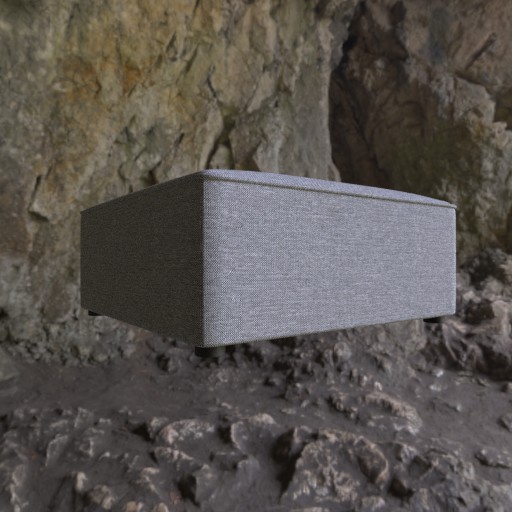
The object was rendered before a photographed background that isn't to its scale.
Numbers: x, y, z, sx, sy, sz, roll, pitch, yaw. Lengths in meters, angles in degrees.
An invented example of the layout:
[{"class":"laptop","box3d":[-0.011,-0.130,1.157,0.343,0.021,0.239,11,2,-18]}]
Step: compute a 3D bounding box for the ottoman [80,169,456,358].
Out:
[{"class":"ottoman","box3d":[0.000,0.000,1.618,1.005,0.455,1.005,0,0,-36]}]
